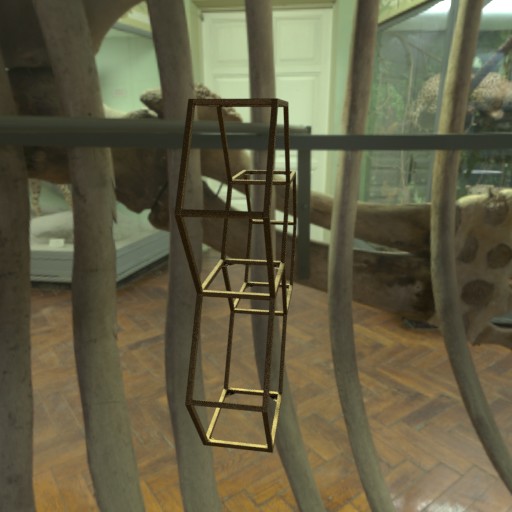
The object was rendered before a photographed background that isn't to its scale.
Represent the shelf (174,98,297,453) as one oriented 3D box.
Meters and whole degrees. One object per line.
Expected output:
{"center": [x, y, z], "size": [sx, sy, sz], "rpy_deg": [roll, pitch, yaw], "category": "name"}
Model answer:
{"center": [0.000, 0.000, 1.072], "size": [0.150, 0.701, 0.708], "rpy_deg": [3, 18, 8], "category": "shelf"}
